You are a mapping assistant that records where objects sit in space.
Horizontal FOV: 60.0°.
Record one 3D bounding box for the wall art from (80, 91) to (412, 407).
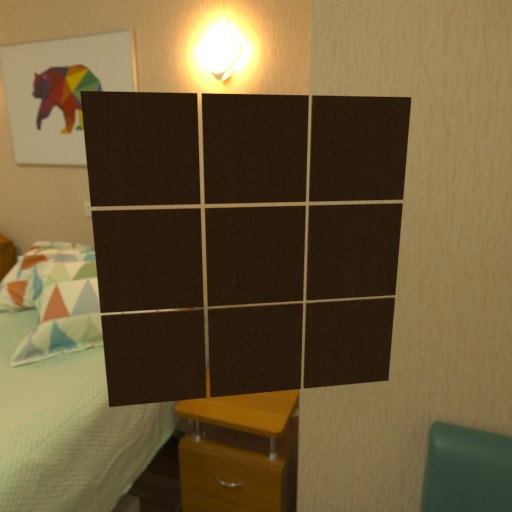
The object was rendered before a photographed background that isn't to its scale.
[{"bbox_3d":[0.000,0.000,1.761,1.215,1.213,0.013,-2,14,-10],"label":"wall art"}]
